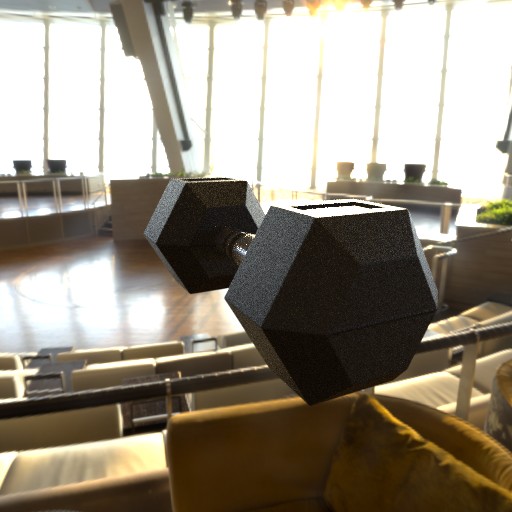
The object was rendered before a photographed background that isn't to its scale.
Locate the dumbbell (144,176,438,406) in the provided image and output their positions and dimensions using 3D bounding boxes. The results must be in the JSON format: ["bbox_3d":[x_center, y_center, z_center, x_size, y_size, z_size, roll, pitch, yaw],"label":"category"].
[{"bbox_3d":[0.000,0.000,0.378,0.129,0.113,0.315,-7,16,-26],"label":"dumbbell"}]
